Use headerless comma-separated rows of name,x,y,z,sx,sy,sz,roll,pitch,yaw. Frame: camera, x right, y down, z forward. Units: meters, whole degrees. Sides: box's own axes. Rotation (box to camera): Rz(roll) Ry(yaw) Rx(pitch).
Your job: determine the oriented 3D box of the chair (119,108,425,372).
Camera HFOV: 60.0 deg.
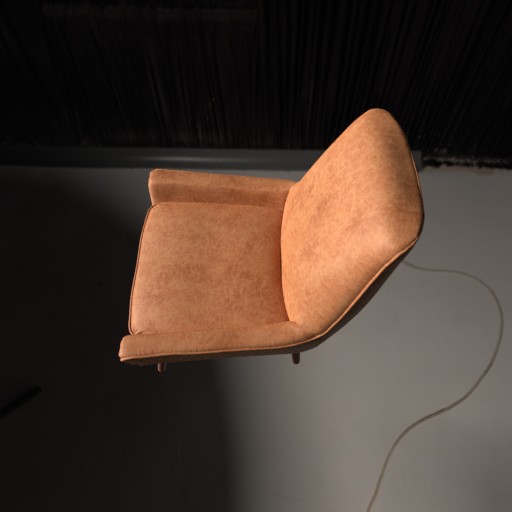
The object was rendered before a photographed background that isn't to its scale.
chair,0.000,0.000,1.522,0.851,0.883,0.753,0,58,0
